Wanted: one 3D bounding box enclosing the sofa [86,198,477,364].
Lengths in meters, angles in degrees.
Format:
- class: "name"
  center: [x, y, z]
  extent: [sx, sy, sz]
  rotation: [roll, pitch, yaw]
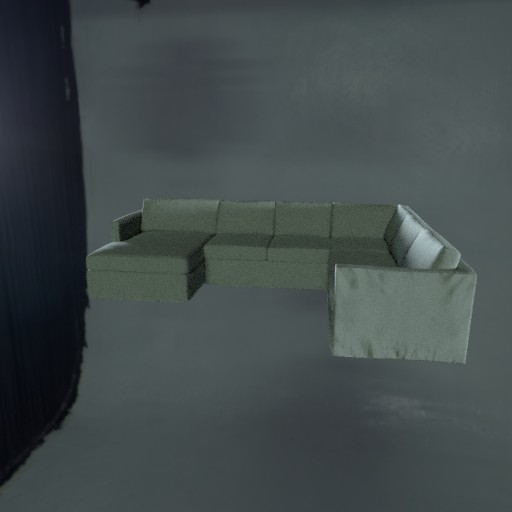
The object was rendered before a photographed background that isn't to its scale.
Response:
- class: "sofa"
  center: [0.000, 0.000, 4.485]
  extent: [3.434, 0.869, 2.440]
  rotation: [2, 15, 8]
